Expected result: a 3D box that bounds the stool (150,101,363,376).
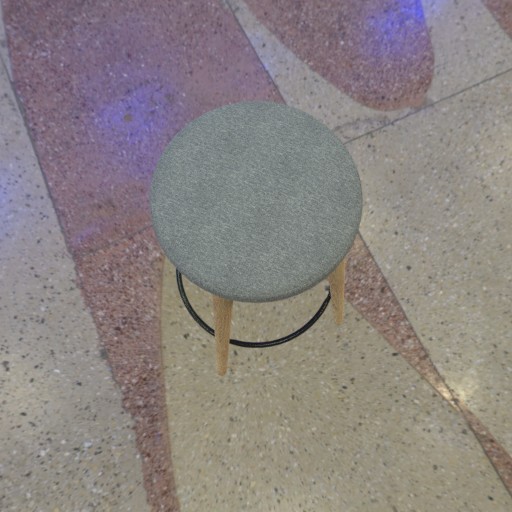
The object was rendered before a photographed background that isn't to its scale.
[{"bbox_3d":[0.000,0.000,1.005,0.410,0.770,0.410,-22,76,-6],"label":"stool"}]
